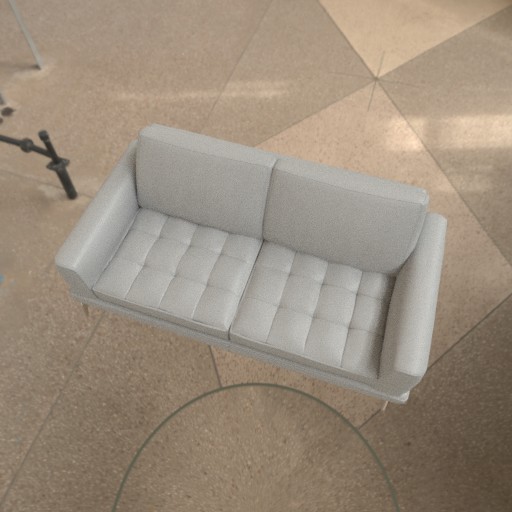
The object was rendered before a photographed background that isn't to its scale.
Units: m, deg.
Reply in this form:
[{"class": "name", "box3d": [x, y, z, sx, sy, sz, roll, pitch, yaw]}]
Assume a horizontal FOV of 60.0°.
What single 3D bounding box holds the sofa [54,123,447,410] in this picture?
[{"class": "sofa", "box3d": [0.000, 0.000, 2.741, 2.177, 0.930, 1.121, 16, 60, 10]}]
